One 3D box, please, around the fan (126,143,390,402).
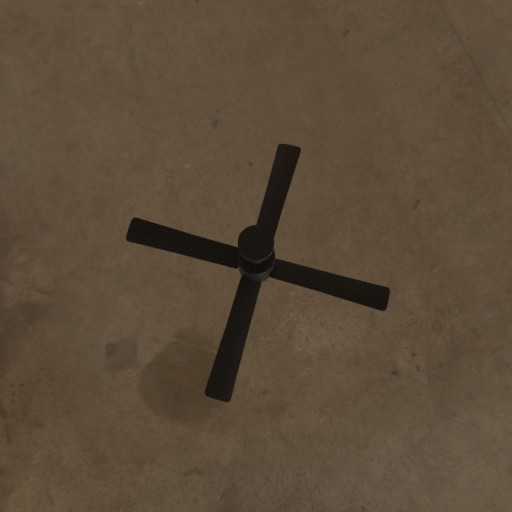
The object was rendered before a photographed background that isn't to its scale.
[{"bbox_3d":[0.000,0.000,2.333,1.525,0.534,1.525,16,77,4],"label":"fan"}]
